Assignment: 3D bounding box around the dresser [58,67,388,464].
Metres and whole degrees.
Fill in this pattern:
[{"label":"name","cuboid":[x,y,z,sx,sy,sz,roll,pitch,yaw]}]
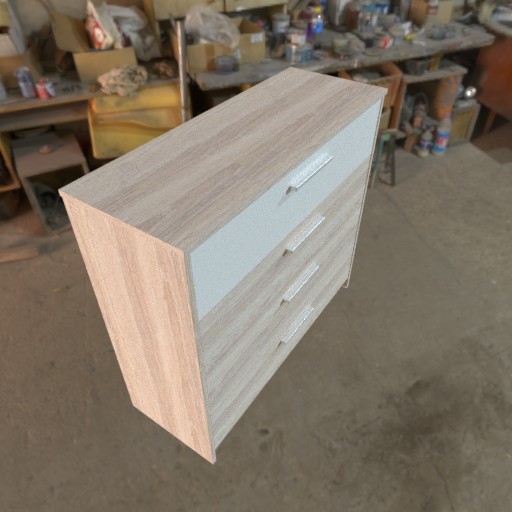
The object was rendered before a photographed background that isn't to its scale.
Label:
[{"label":"dresser","cuboid":[0.000,0.000,1.492,0.380,0.900,0.980,24,47,25]}]
